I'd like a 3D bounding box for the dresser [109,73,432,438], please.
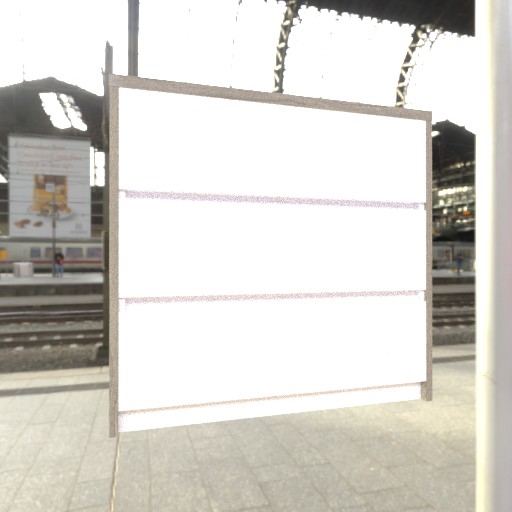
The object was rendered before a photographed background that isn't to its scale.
[{"bbox_3d":[0.000,0.000,1.298,0.809,0.762,0.529,0,0,-17],"label":"dresser"}]
